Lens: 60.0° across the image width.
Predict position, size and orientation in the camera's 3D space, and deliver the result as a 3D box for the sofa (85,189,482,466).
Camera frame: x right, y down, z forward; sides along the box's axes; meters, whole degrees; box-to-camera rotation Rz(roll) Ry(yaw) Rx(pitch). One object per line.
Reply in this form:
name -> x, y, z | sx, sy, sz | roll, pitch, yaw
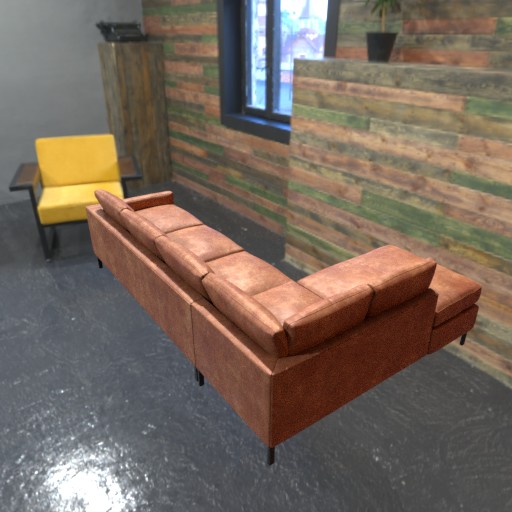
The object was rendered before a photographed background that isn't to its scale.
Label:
sofa -> 0.000, 0.000, 3.798 | 1.938, 0.877, 2.984 | -18, 32, -31
